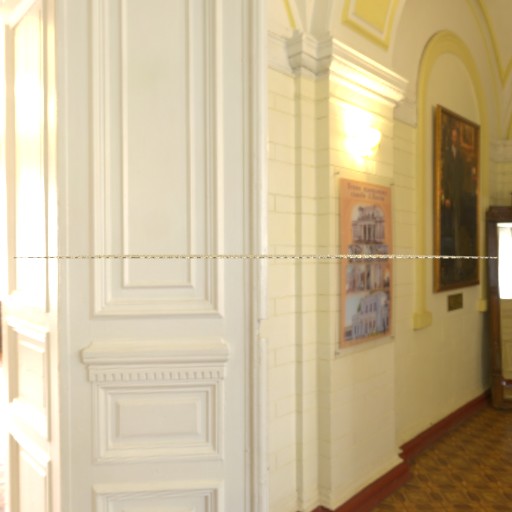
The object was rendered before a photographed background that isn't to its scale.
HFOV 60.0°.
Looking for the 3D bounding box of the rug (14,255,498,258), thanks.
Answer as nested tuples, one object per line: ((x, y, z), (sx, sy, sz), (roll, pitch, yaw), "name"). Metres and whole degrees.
((0.000, 0.000, 2.179), (1.750, 0.004, 1.177), (0, 1, 0), "rug")
